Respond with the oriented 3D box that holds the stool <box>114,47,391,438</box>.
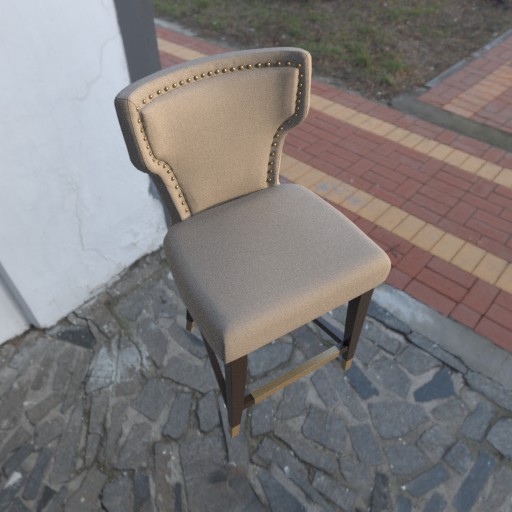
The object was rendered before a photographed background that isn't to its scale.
[{"bbox_3d":[0.000,0.000,1.304,0.527,0.982,0.563,-24,51,-21],"label":"stool"}]
